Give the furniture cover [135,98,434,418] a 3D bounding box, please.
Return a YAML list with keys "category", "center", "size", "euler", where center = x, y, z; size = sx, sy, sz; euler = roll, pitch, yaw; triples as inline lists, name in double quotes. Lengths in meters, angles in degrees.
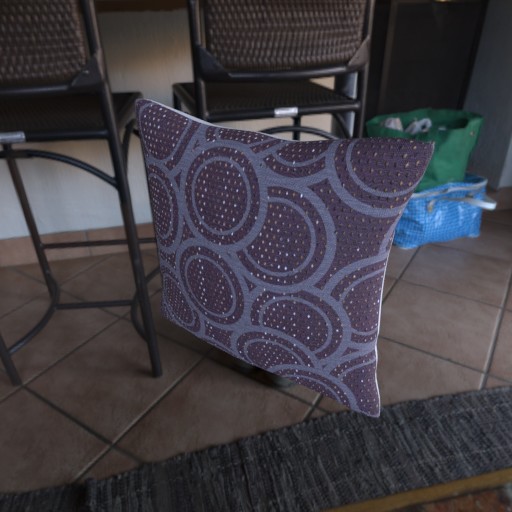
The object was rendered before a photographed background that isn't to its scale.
- category: "furniture cover"
  center: [0.000, 0.000, 0.824]
  size: [0.552, 0.509, 0.193]
  euler: [19, 35, 29]
